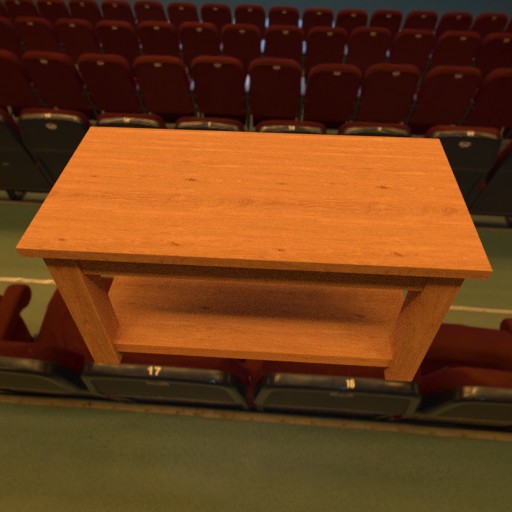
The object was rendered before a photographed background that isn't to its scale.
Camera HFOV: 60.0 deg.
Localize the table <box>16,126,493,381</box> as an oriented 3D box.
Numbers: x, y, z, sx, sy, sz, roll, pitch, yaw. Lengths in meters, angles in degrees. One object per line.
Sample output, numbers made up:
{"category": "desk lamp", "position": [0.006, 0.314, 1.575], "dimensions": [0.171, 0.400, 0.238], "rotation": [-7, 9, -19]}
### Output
{"category": "table", "position": [0.000, 0.000, 1.150], "dimensions": [0.899, 0.452, 0.450], "rotation": [3, 46, 3]}
